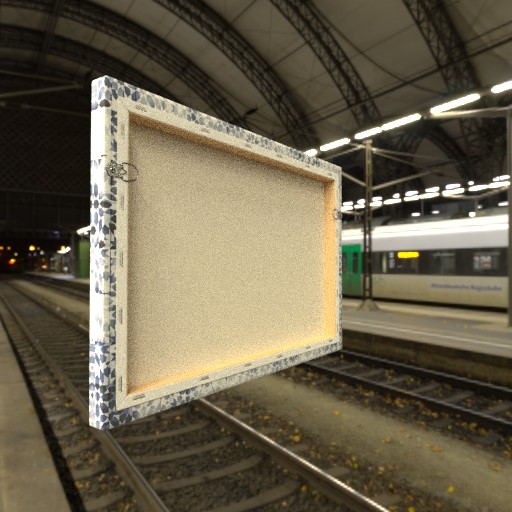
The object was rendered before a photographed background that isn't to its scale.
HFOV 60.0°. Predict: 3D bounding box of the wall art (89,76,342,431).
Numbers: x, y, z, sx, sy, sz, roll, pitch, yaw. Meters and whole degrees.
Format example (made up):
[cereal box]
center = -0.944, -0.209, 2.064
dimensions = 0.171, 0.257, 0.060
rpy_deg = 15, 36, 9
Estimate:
[wall art]
center = 0.000, 0.000, 0.754
dimensions = 0.030, 0.406, 0.608
rpy_deg = -1, -1, 37
